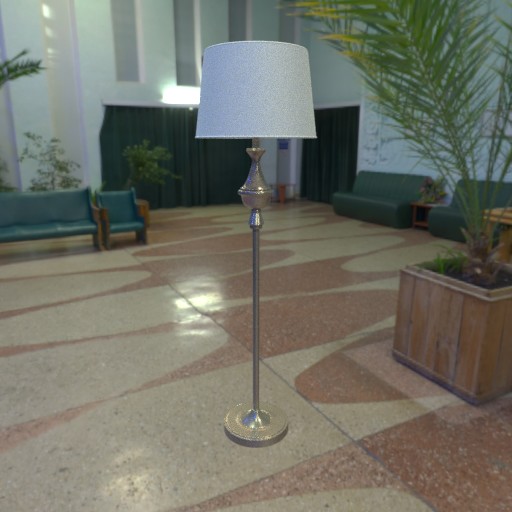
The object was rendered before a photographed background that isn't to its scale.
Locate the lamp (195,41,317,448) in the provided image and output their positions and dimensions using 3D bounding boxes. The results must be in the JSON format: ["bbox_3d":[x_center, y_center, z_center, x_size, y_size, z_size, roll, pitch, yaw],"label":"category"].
[{"bbox_3d":[0.000,0.000,1.690,0.431,1.488,0.431,0,14,0],"label":"lamp"}]
